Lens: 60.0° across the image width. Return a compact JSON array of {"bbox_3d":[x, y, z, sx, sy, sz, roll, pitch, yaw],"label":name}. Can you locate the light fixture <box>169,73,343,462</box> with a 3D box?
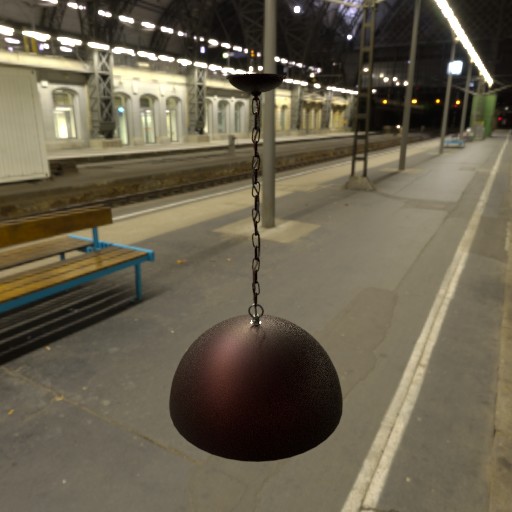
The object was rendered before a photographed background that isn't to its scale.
[{"bbox_3d":[0.000,0.000,1.153,0.492,0.869,0.492,2,17,8],"label":"light fixture"}]
